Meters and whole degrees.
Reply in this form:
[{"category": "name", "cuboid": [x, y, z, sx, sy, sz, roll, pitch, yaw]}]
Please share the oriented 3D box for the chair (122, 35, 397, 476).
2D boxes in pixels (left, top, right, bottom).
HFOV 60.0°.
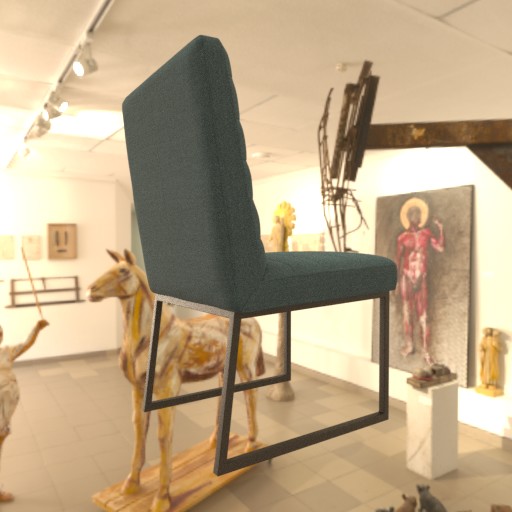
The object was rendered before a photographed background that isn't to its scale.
[{"category": "chair", "cuboid": [0.000, 0.000, 1.272, 0.634, 0.930, 0.520, -1, 2, -34]}]
